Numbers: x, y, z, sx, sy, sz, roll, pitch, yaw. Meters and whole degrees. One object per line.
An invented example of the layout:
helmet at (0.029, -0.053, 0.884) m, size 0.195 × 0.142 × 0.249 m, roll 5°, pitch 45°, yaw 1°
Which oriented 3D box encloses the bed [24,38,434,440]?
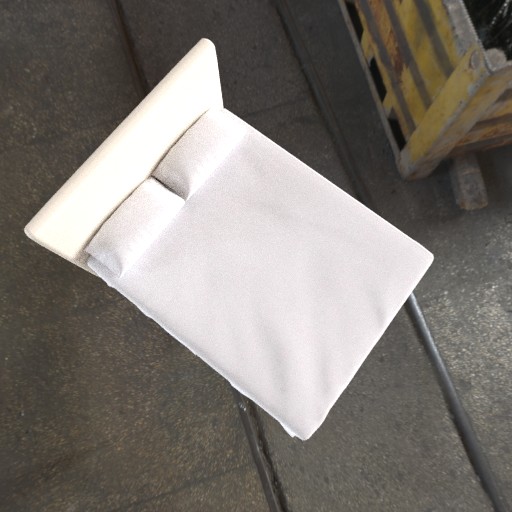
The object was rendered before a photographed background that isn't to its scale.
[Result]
bed at (0.000, 0.000, 3.151) m, size 2.142 × 1.330 × 1.713 m, roll 37°, pitch 79°, yaw 8°
